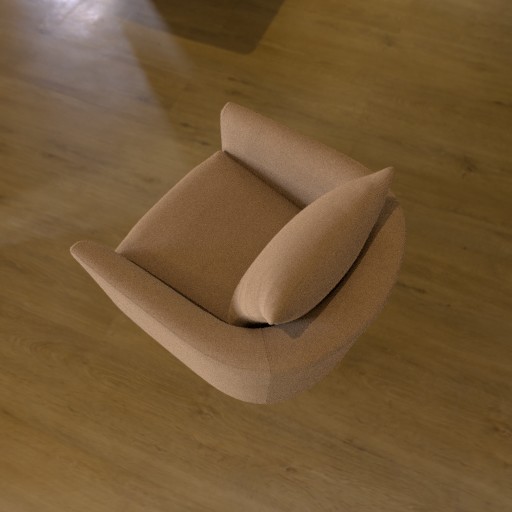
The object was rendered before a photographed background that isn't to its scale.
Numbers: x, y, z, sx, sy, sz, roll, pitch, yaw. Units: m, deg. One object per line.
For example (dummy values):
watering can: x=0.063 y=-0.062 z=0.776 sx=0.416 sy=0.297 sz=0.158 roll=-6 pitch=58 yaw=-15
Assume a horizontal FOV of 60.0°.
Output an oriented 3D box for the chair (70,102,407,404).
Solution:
chair: x=0.000 y=0.000 z=1.581 sx=0.910 sy=0.848 sz=0.845 roll=35 pitch=69 yaw=16
